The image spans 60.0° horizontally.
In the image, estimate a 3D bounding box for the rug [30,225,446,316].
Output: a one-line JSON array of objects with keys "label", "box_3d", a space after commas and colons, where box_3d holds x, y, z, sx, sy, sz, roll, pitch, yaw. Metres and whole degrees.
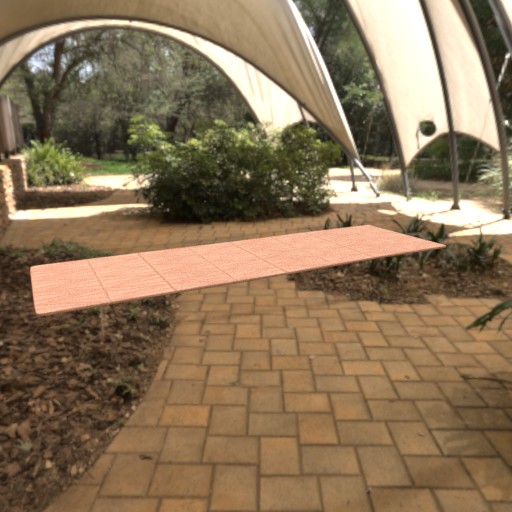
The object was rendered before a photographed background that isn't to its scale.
[{"label": "rug", "box_3d": [0.000, 0.000, 2.674, 2.435, 0.015, 0.760, -8, 18, -27]}]
